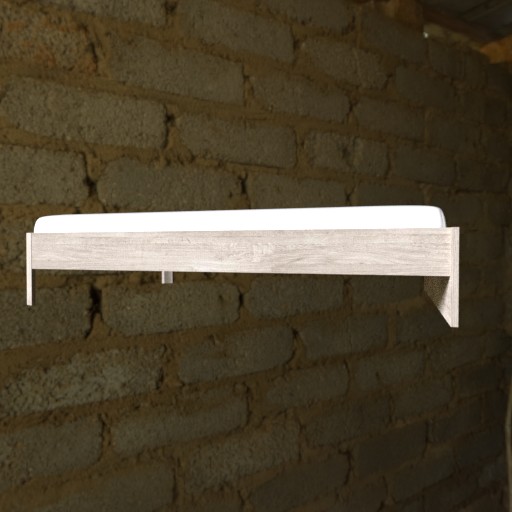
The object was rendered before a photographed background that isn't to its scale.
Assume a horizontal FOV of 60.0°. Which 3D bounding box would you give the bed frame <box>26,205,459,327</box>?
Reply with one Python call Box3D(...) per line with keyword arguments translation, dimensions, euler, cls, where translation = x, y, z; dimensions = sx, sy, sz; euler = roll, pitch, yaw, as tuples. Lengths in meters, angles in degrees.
Box3D(translation=(0.000, 0.000, 2.548), dimensions=(1.950, 0.462, 1.490), euler=(0, 1, 17), cls="bed frame")
